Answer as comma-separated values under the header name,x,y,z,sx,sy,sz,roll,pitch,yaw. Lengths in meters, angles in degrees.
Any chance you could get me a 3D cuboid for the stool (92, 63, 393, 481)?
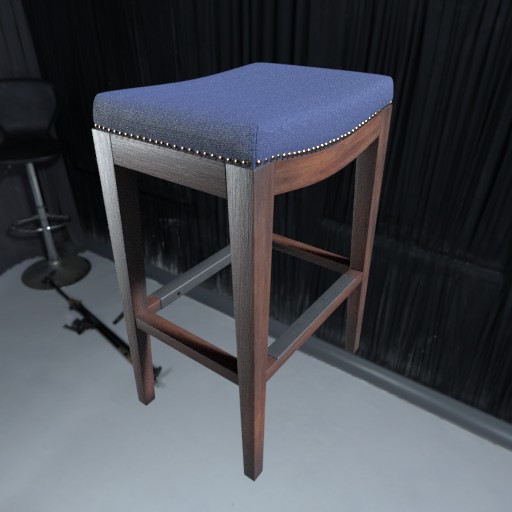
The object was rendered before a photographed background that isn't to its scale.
name,x,y,z,sx,sy,sz,roll,pitch,yaw
stool,0.000,0.000,0.995,0.358,0.740,0.498,21,37,30
